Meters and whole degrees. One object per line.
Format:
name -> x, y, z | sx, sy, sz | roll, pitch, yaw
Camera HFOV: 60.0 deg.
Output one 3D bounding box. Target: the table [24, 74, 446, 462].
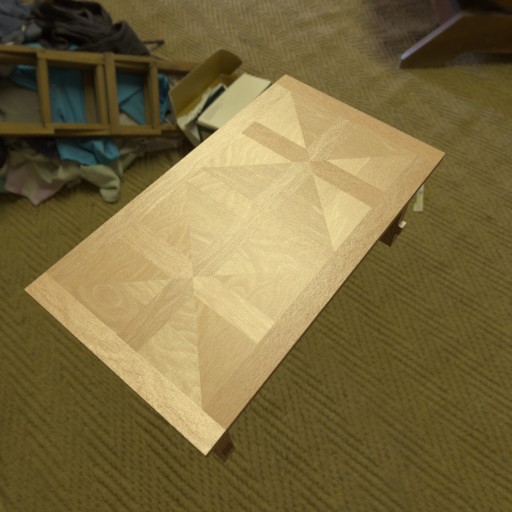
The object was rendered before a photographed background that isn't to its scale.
table -> 0.000, 0.000, 1.647 | 0.711, 0.507, 1.270 | 34, 64, 19
